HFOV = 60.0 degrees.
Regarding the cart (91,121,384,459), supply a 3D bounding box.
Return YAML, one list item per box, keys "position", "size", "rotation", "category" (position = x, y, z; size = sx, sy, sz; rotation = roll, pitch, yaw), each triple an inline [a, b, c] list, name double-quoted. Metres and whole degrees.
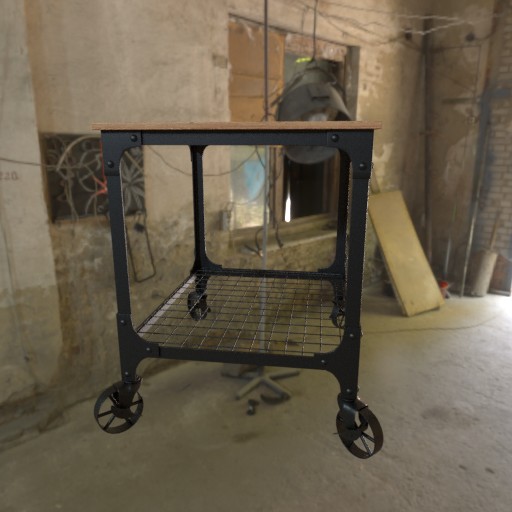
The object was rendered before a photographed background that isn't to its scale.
- position: [0.000, 0.000, 1.079]
  size: [0.558, 0.603, 0.666]
  rotation: [2, 15, 8]
  category: "cart"
